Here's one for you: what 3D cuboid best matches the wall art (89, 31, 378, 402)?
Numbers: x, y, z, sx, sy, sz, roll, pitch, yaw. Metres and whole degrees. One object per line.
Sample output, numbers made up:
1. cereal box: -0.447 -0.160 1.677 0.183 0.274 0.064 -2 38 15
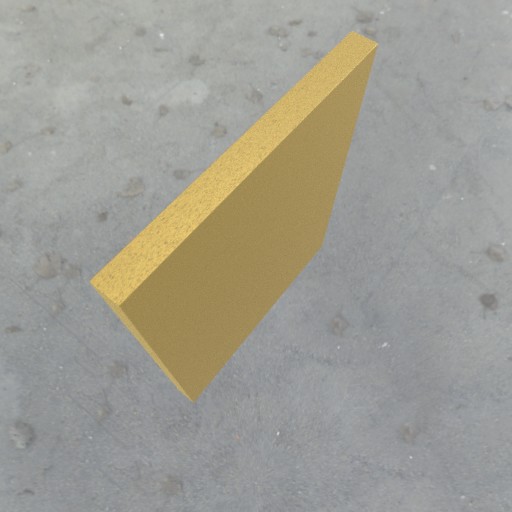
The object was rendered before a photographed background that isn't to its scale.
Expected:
1. wall art: 0.000 0.000 0.865 0.048 0.642 0.537 35 68 16
